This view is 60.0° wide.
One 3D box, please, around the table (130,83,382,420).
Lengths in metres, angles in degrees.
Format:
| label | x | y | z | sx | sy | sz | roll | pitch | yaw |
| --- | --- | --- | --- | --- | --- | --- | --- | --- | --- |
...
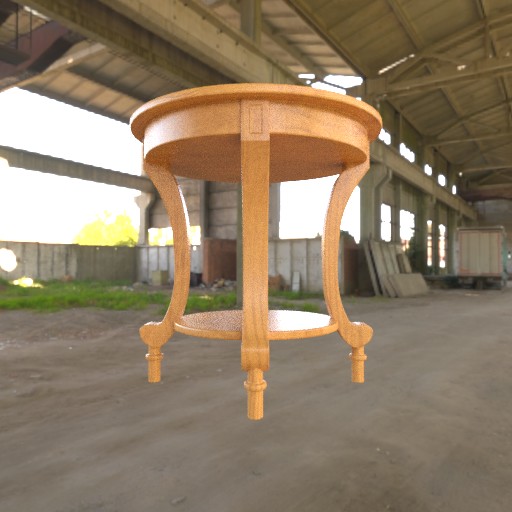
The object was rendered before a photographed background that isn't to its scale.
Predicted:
| label | x | y | z | sx | sy | sz | roll | pitch | yaw |
| --- | --- | --- | --- | --- | --- | --- | --- | --- | --- |
| table | 0.000 | 0.000 | 1.086 | 0.597 | 0.612 | 0.597 | 0 | -1 | 0 |
